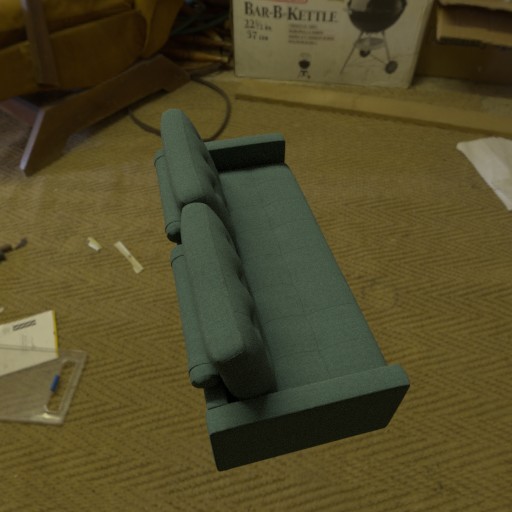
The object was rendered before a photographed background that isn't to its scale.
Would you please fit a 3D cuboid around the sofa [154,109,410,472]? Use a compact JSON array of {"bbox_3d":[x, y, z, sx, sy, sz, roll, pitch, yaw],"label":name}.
[{"bbox_3d":[0.000,0.000,2.586,0.966,1.050,2.010,-11,49,-9],"label":"sofa"}]
